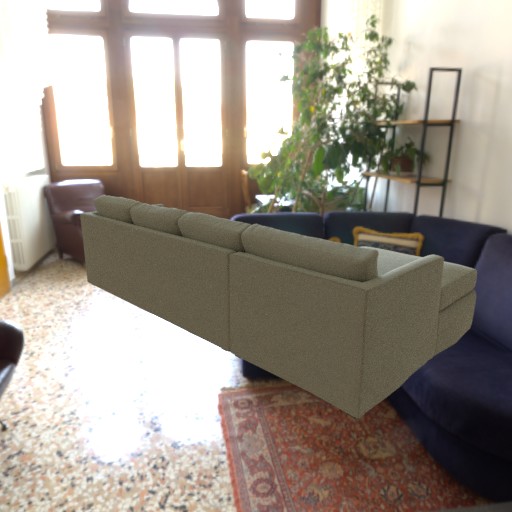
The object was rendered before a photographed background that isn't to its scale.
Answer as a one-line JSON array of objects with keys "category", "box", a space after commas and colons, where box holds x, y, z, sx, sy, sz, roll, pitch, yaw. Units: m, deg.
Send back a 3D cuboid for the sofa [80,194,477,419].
[{"category": "sofa", "box": [0.000, 0.000, 3.845, 3.205, 0.922, 1.650, 15, 21, 43]}]
